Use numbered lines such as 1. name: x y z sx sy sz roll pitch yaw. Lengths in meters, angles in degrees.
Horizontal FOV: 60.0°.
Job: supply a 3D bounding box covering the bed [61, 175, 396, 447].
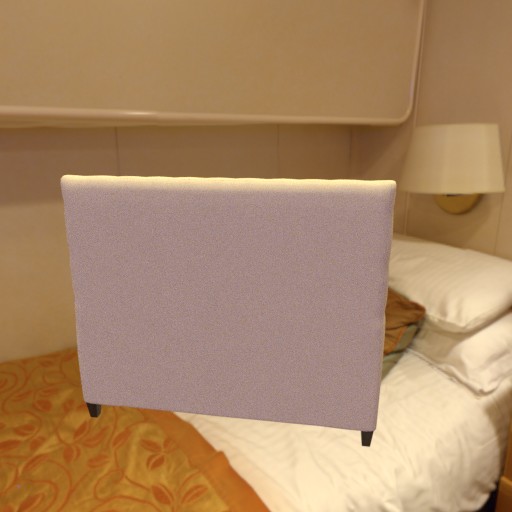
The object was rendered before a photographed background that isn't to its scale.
1. bed: 0.000 0.000 3.442 1.698 1.427 2.387 3 16 9
